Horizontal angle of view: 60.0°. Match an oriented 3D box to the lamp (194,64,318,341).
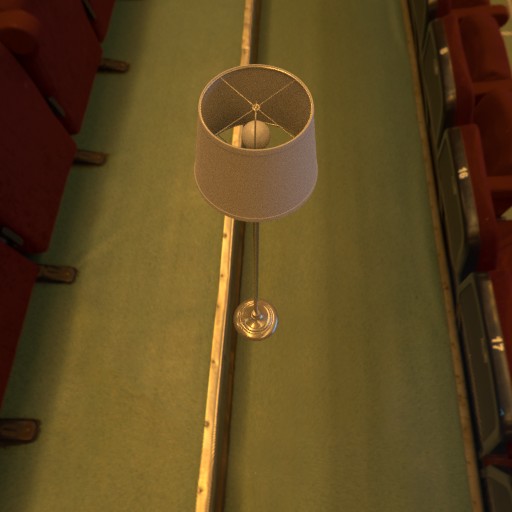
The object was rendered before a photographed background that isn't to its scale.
[{"bbox_3d":[0.000,0.000,1.648,0.327,1.506,0.327,2,64,1],"label":"lamp"}]
